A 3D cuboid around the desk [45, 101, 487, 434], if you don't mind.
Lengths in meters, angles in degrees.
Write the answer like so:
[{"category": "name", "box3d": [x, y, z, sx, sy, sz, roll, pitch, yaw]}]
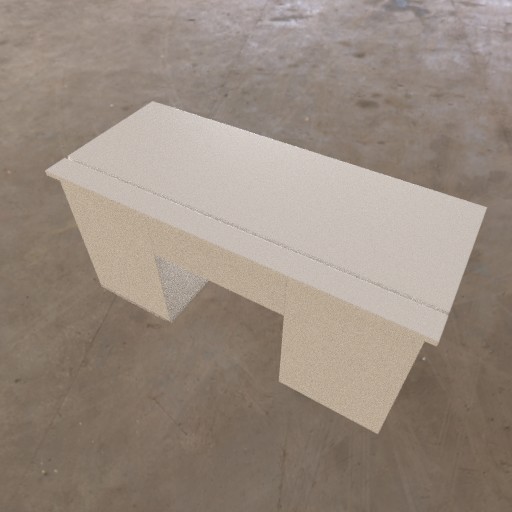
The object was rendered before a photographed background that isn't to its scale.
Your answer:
[{"category": "desk", "box3d": [0.000, 0.000, 1.983, 1.580, 0.760, 0.670, 23, 51, 21]}]
